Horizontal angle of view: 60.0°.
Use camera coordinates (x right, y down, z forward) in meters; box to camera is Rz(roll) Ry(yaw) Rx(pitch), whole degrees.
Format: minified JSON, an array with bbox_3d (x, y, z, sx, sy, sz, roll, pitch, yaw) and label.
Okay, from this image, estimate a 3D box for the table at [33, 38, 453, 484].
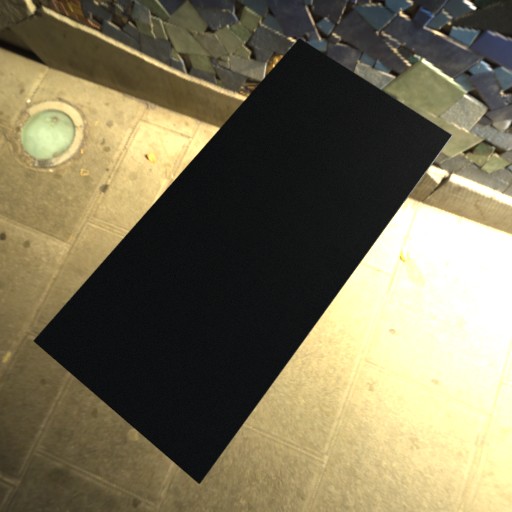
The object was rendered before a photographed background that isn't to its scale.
[{"bbox_3d":[0.000,0.000,1.279,0.483,0.457,1.016,37,78,9],"label":"table"}]
